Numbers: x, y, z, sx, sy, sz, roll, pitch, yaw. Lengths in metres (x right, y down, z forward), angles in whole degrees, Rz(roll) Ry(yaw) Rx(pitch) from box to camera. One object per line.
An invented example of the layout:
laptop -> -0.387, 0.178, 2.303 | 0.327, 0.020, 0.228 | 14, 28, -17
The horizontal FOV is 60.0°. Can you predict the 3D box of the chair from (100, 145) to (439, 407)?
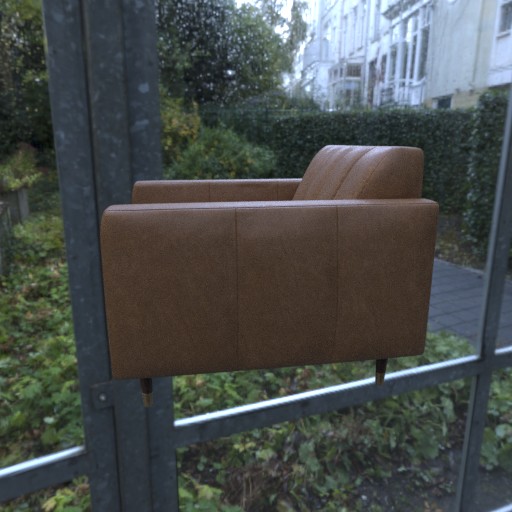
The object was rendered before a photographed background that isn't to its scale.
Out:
chair -> 0.000, 0.000, 1.698 | 0.998, 0.819, 0.953 | -2, 15, -9
